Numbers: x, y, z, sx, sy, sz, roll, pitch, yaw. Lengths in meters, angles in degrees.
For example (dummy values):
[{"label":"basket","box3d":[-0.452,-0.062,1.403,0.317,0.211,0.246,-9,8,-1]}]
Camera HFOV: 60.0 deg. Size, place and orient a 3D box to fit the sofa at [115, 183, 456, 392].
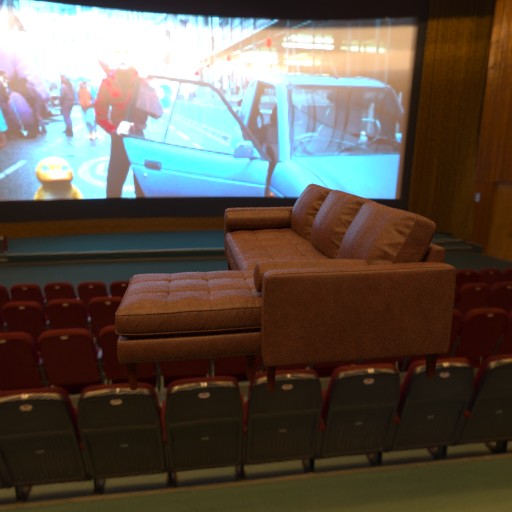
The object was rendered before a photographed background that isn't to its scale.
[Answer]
[{"label":"sofa","box3d":[0.000,0.000,3.048,1.613,0.841,2.185,-2,14,-9]}]
